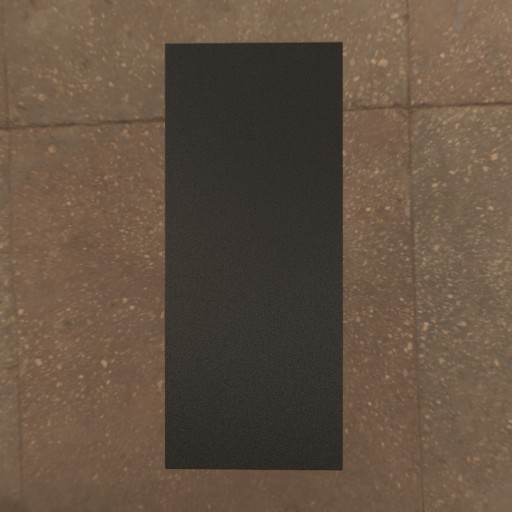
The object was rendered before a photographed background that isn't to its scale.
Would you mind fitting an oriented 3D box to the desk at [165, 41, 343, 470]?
[{"bbox_3d":[0.000,0.000,1.649,0.508,0.775,1.220,0,90,1],"label":"desk"}]
